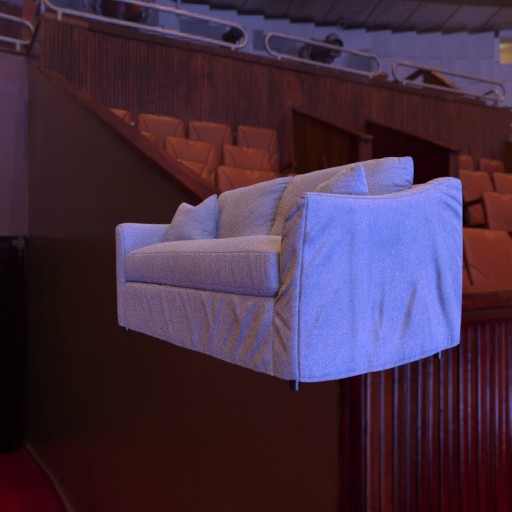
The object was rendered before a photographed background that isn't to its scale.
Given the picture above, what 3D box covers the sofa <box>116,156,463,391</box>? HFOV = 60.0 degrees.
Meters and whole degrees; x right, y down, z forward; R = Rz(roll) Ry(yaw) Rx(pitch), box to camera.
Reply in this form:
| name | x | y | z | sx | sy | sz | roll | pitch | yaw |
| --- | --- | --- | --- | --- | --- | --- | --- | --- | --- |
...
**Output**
| name | x | y | z | sx | sy | sz | roll | pitch | yaw |
| --- | --- | --- | --- | --- | --- | --- | --- | --- | --- |
| sofa | 0.000 | 0.000 | 2.642 | 1.072 | 1.018 | 2.010 | 0 | -1 | -36 |
